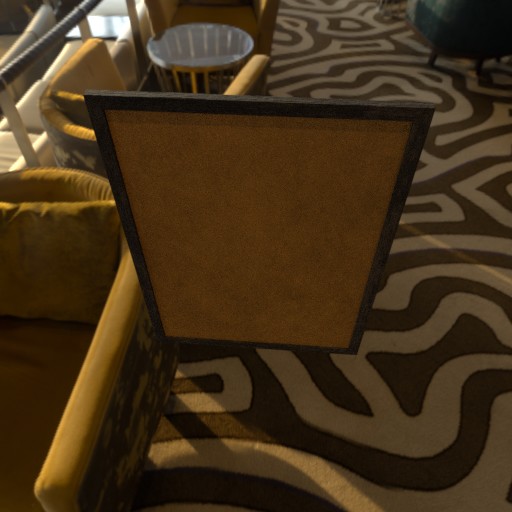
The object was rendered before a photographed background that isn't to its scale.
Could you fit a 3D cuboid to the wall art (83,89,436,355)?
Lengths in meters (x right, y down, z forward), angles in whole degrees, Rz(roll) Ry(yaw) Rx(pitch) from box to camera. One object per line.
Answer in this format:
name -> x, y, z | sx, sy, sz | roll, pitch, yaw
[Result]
wall art -> 0.000, 0.000, 1.415 | 0.812, 1.066, 0.029 | 3, 47, 3
